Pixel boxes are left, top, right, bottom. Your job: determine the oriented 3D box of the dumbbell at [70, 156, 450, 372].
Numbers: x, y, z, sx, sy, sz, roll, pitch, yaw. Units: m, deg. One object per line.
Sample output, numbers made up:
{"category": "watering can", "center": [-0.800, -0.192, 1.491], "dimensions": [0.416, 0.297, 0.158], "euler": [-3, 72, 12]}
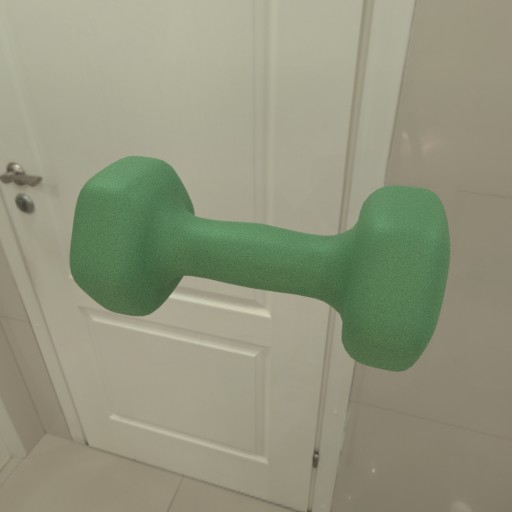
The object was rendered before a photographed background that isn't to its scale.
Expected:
{"category": "dumbbell", "center": [0.000, 0.000, 0.329], "dimensions": [0.260, 0.117, 0.129], "euler": [10, 34, 15]}
